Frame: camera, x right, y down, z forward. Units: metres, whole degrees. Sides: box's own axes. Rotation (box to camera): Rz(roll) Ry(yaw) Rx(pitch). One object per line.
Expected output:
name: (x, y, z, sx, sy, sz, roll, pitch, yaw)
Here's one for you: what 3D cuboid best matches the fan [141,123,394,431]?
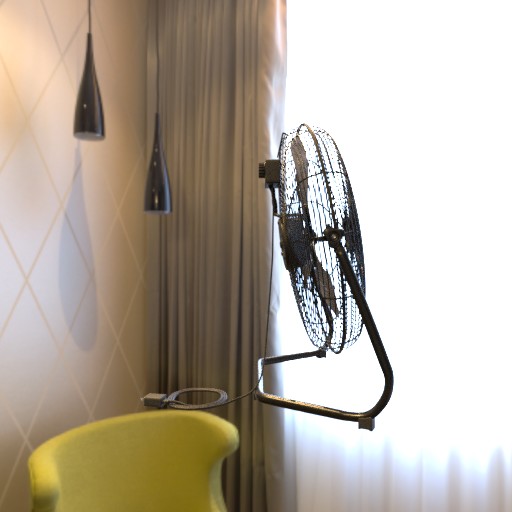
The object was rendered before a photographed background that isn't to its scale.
fan: (0.000, 0.000, 1.043, 0.470, 0.605, 0.595, 0, 0, 0)
